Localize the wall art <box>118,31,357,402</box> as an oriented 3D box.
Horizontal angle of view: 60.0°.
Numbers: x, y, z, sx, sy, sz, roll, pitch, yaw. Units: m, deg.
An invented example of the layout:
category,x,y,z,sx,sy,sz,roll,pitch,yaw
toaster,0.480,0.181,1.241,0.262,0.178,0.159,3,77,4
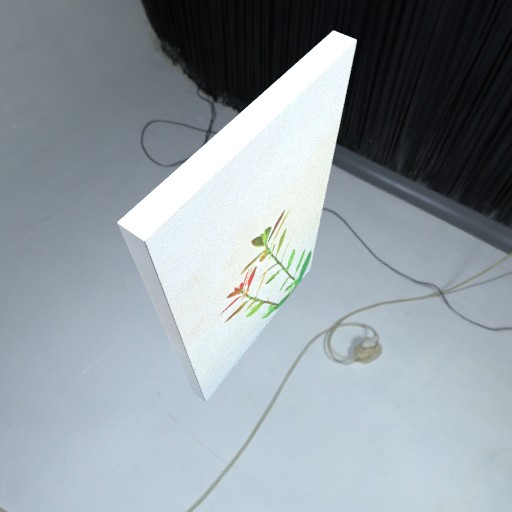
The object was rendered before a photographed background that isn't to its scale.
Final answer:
category,x,y,z,sx,sy,sz,roll,pitch,yaw
wall art,0.000,0.000,0.776,0.038,0.611,0.408,32,63,18
